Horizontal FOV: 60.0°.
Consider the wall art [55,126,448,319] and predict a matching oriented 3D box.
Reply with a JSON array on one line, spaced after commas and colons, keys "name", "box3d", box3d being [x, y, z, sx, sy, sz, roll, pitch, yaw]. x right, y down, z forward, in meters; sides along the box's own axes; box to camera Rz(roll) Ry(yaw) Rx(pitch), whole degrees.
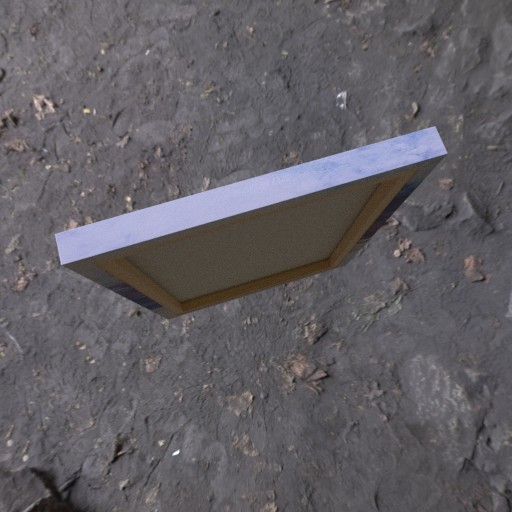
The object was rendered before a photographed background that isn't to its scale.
[{"name": "wall art", "box3d": [0.000, 0.000, 0.765, 0.437, 0.581, 0.036, -17, 77, -4]}]
